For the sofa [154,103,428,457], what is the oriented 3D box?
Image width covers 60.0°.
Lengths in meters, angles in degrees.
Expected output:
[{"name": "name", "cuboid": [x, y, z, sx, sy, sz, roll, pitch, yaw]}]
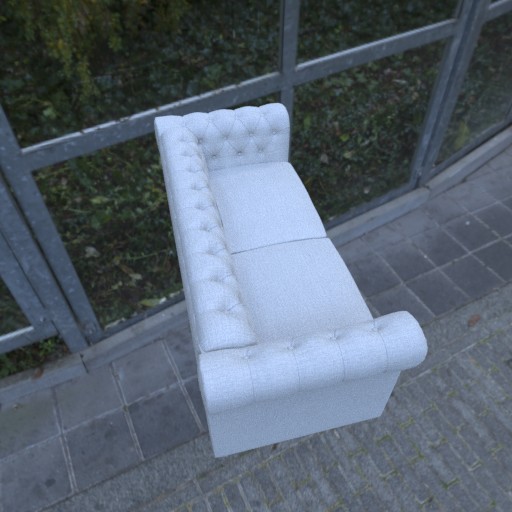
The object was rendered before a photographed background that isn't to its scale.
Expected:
[{"name": "sofa", "cuboid": [0.000, 0.000, 2.263, 0.783, 0.797, 1.798, -10, 46, -10]}]
